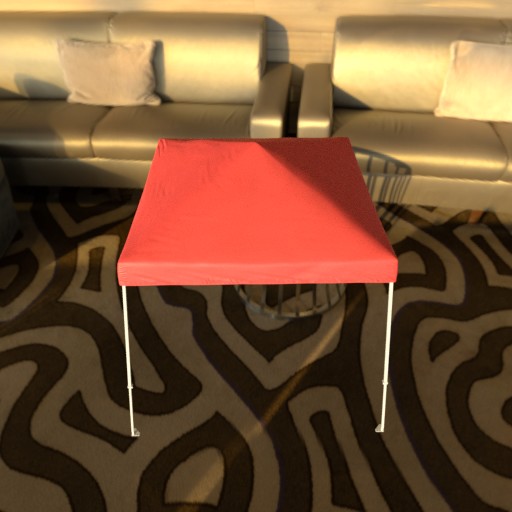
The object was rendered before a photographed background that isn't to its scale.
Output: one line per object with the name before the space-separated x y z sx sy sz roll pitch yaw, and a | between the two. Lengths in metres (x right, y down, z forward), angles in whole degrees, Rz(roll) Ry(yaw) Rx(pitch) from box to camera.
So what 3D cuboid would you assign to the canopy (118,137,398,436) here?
canopy | 0.000 0.000 6.533 3.599 3.600 3.600 -1 40 -1
